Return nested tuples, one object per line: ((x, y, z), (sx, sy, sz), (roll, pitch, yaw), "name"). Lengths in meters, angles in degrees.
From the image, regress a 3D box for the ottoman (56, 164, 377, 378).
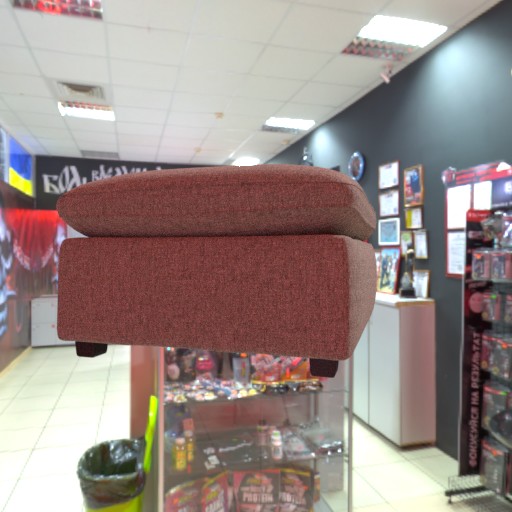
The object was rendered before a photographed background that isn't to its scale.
((0.000, 0.000, 1.339), (0.694, 0.451, 0.977), (0, 1, 17), "ottoman")
